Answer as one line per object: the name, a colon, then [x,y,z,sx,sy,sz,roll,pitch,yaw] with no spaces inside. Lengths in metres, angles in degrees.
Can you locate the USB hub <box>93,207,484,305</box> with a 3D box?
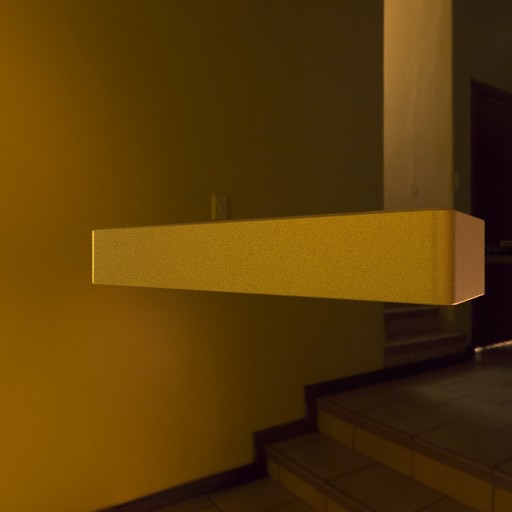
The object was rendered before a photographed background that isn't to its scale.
USB hub: [0.000,0.000,0.162,0.145,0.023,0.044,0,0,37]
